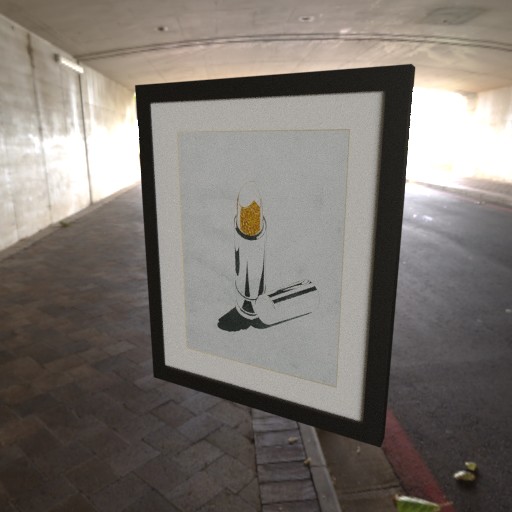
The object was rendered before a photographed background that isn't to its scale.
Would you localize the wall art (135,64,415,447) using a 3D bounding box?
[{"bbox_3d":[0.000,0.000,0.741,0.457,0.559,0.029,8,16,27],"label":"wall art"}]
